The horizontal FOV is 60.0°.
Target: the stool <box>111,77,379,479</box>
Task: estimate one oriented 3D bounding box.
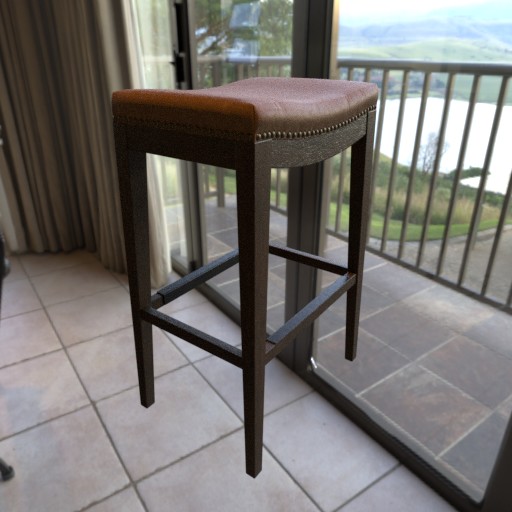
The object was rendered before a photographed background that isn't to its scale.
[{"bbox_3d":[0.000,0.000,1.050,0.361,0.759,0.500,18,31,32],"label":"stool"}]
